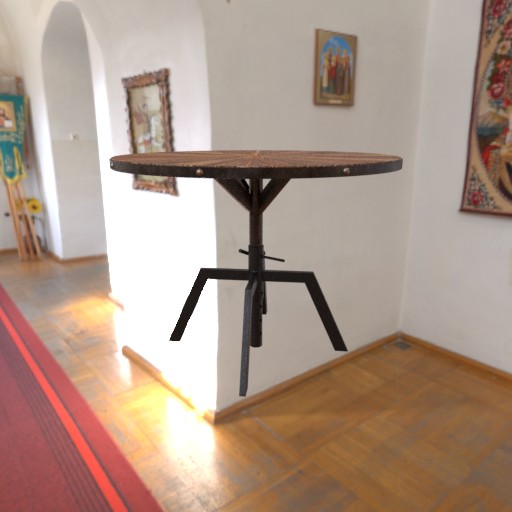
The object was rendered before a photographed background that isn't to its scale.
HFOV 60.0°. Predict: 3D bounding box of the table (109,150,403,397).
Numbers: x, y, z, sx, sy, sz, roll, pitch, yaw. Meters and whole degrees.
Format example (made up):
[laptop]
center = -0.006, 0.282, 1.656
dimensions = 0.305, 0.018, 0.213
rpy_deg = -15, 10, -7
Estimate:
[table]
center = 0.000, 0.000, 1.488
dimensions = 0.885, 0.658, 0.885
rpy_deg = 0, 16, 0
